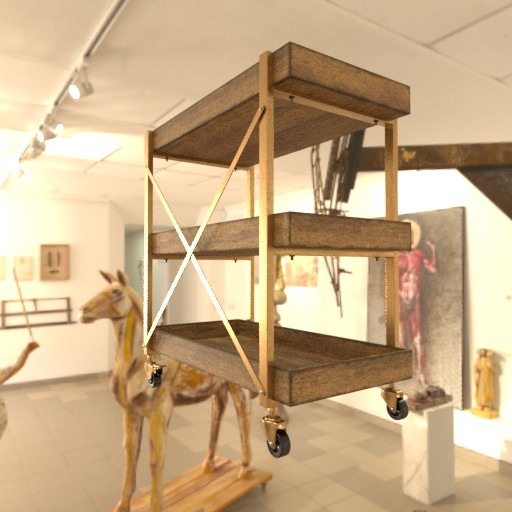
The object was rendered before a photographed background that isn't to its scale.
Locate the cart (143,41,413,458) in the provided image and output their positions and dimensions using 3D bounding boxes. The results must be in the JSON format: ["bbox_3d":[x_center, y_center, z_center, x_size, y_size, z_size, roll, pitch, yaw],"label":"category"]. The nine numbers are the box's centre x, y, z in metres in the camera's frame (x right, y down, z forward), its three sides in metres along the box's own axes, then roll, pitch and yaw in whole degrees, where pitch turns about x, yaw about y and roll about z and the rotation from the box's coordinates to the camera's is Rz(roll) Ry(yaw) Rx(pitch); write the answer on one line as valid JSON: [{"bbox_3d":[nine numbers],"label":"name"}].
[{"bbox_3d":[0.000,0.000,1.245,0.416,0.799,0.750,1,-2,-35],"label":"cart"}]
